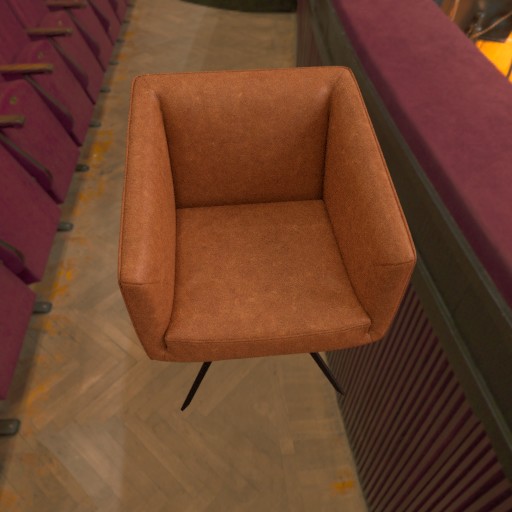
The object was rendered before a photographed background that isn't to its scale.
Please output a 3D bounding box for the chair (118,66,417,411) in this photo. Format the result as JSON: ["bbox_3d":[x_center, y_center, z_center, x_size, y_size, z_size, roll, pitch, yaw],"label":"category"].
[{"bbox_3d":[0.000,0.000,1.209,0.588,0.760,0.625,-4,45,-4],"label":"chair"}]
